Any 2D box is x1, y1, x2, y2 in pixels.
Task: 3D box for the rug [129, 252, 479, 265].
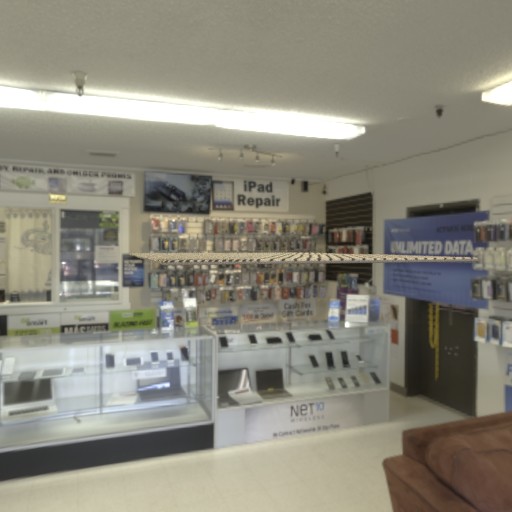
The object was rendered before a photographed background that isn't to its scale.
[{"bbox_3d":[0.000,0.000,2.408,1.237,0.019,1.842,0,1,-19],"label":"rug"}]
